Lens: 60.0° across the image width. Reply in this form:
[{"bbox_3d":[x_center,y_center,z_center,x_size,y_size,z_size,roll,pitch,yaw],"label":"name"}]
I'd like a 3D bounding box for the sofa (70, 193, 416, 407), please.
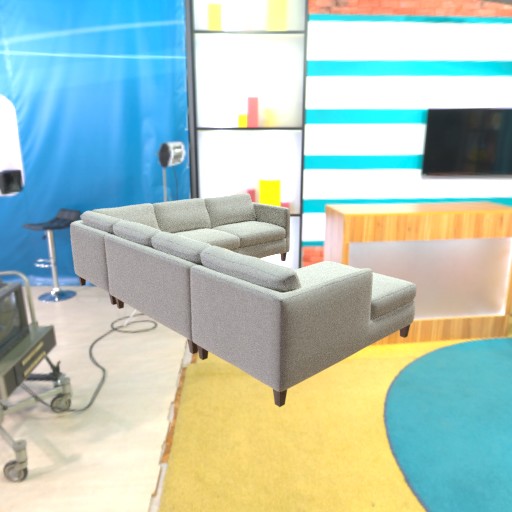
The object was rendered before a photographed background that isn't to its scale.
[{"bbox_3d":[0.000,0.000,4.484,2.551,0.853,3.238,-13,20,-40],"label":"sofa"}]
